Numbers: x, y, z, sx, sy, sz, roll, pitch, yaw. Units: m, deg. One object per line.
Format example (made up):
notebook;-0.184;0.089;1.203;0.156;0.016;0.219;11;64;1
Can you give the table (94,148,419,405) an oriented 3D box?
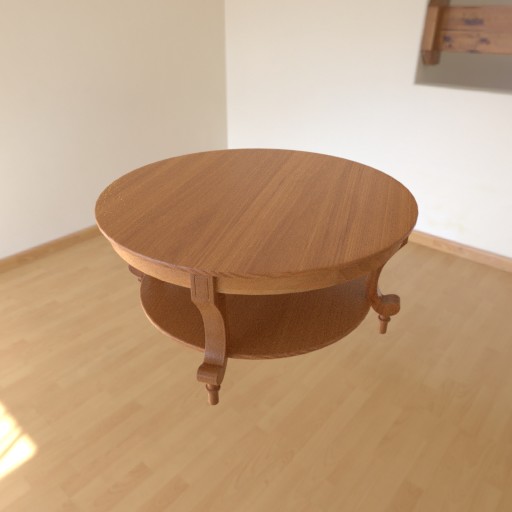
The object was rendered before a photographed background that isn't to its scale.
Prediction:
table;0.000;0.000;1.588;1.029;0.490;1.029;0;30;0
